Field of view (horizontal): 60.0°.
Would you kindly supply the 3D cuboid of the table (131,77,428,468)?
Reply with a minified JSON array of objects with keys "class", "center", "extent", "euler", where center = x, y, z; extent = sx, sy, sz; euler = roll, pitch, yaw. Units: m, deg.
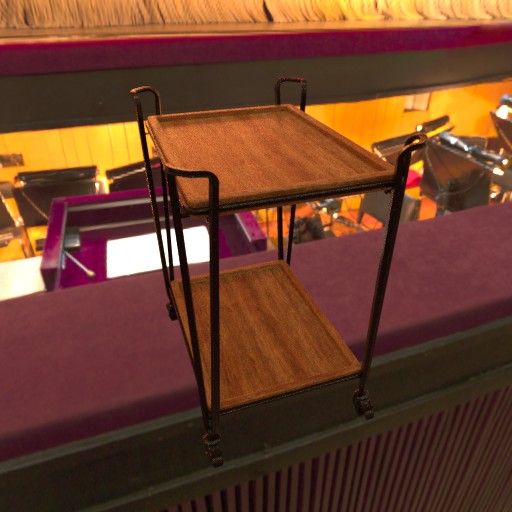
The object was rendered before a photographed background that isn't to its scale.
[{"class":"table","center":[0.000,0.000,1.216],"extent":[0.505,0.785,0.672],"euler":[-10,34,-16]}]
